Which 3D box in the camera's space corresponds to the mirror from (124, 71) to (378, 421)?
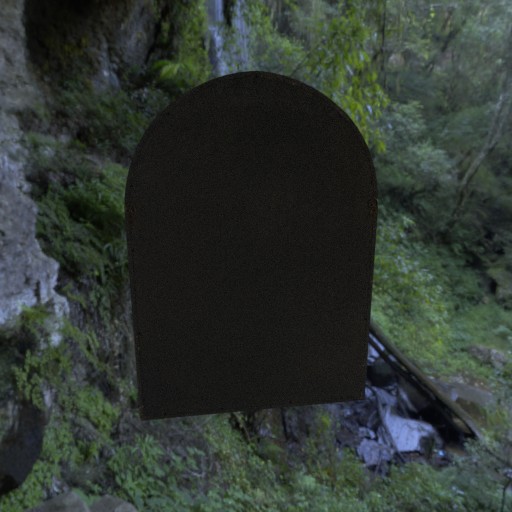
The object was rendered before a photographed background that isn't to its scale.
[{"bbox_3d":[0.000,0.000,1.186,0.660,0.920,0.032,-2,15,-9],"label":"mirror"}]
